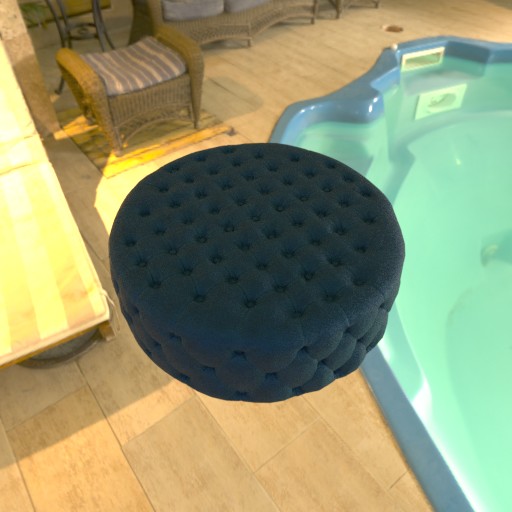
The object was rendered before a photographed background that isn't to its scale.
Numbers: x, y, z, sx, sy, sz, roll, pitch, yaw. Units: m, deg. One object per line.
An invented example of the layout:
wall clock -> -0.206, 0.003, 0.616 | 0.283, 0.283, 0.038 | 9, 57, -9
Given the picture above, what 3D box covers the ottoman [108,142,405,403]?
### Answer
ottoman -> 0.000, 0.000, 1.592 | 0.998, 0.398, 0.998 | 0, 46, 0
